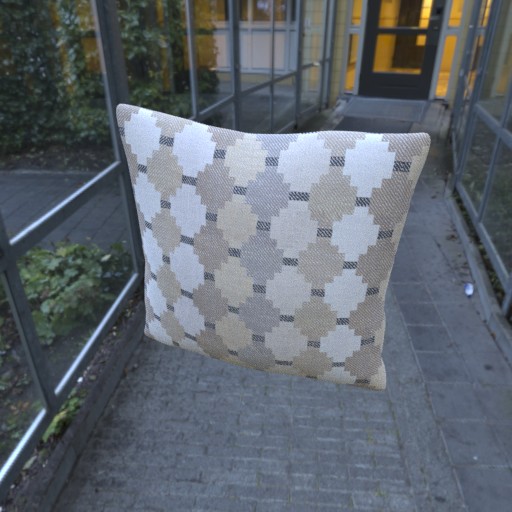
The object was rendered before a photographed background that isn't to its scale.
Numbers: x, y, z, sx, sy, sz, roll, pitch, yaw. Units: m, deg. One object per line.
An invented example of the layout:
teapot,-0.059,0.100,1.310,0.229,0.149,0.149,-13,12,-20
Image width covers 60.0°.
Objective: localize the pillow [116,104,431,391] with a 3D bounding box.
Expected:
pillow,0.000,0.000,0.890,0.578,0.558,0.192,9,30,16
